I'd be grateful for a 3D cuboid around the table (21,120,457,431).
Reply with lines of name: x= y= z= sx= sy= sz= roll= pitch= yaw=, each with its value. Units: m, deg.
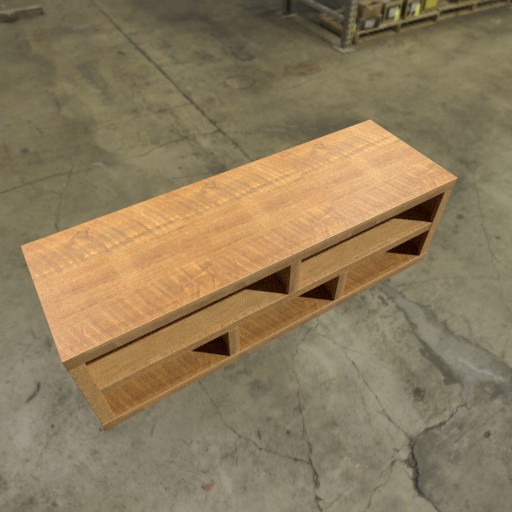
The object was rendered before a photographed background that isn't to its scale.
table: x=0.000 y=0.000 z=1.749 sx=1.499 sy=0.491 sz=0.499 roll=-24 pitch=52 yaw=-21
